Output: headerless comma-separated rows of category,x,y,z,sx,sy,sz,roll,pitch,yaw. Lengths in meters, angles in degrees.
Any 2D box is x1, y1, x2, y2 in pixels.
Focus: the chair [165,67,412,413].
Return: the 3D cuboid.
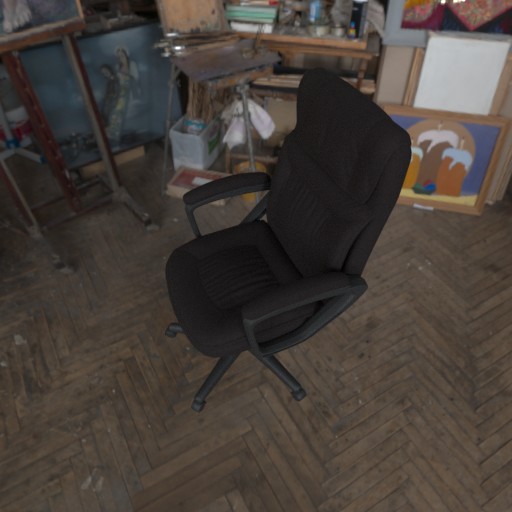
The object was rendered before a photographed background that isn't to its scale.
chair,0.000,0.000,1.577,0.724,1.105,0.667,-18,48,-16
